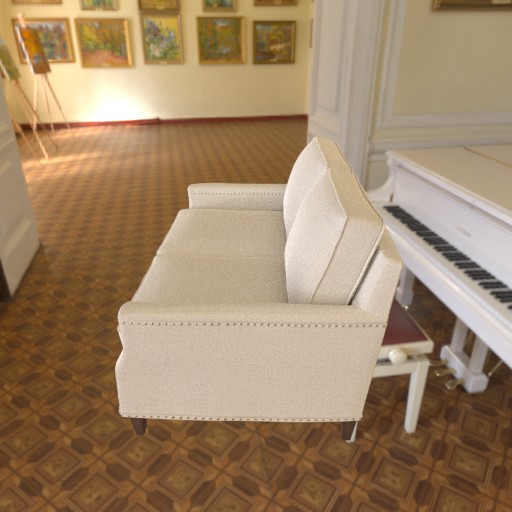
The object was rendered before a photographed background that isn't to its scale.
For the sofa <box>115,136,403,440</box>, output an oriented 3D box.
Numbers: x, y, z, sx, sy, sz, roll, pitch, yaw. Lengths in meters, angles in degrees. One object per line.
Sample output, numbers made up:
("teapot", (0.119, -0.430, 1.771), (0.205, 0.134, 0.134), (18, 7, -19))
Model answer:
("sofa", (0.000, 0.000, 2.342), (1.084, 1.003, 1.597), (1, 27, 2))
